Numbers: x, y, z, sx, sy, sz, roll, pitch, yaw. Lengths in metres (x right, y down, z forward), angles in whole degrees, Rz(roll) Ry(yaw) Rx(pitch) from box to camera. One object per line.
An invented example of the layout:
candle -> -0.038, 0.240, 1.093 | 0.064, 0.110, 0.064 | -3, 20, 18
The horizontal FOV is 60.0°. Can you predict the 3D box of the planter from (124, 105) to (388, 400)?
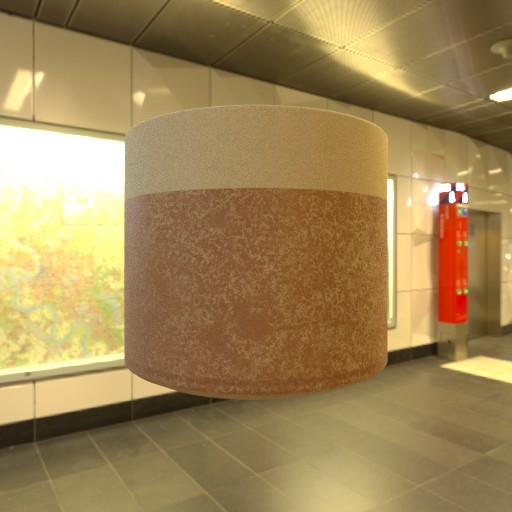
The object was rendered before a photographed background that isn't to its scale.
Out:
planter -> 0.000, 0.000, 0.278 | 0.159, 0.138, 0.159 | 0, 0, 0
